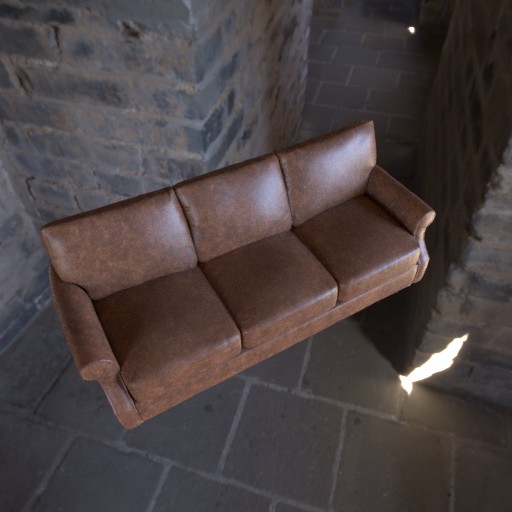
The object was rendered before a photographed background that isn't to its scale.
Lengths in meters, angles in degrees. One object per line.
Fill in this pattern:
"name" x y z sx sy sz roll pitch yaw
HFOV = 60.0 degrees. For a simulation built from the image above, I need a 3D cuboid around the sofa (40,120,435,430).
"sofa" 0.000 0.000 2.779 2.351 0.977 0.973 -23 50 -20
